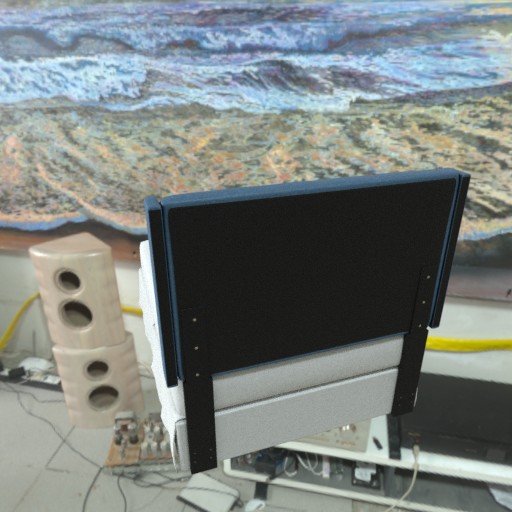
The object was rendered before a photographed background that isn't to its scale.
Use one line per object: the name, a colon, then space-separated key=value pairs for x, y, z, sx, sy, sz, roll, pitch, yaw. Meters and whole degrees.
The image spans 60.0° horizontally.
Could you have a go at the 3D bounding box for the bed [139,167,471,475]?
bed: x=0.000 y=0.000 z=3.335 sx=1.719 sy=1.665 sz=2.078 roll=-8 pitch=27 yaw=-17
